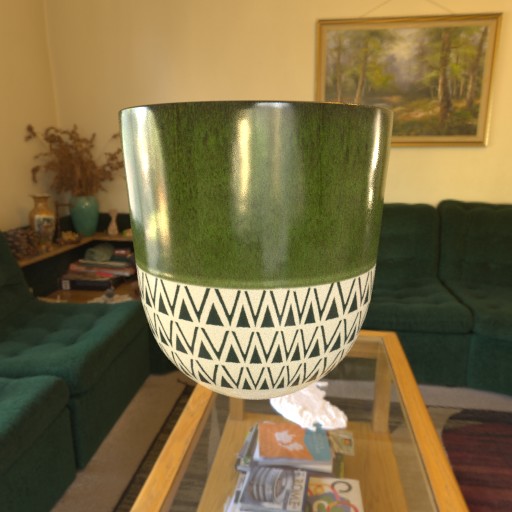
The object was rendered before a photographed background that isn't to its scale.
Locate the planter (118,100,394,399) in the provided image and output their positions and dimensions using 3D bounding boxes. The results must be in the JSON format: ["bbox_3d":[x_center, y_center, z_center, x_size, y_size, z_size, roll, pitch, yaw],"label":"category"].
[{"bbox_3d":[0.000,0.000,0.442,0.245,0.270,0.245,0,14,0],"label":"planter"}]
